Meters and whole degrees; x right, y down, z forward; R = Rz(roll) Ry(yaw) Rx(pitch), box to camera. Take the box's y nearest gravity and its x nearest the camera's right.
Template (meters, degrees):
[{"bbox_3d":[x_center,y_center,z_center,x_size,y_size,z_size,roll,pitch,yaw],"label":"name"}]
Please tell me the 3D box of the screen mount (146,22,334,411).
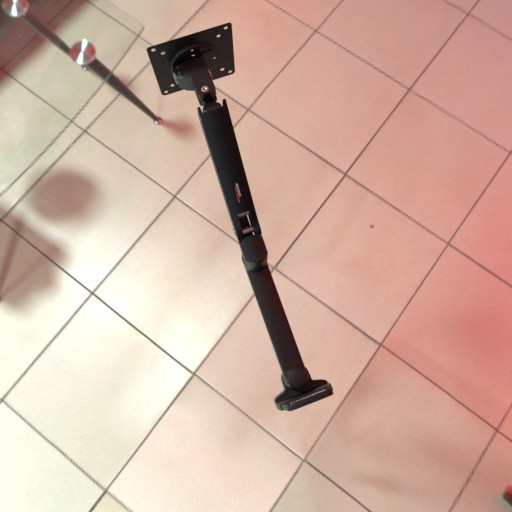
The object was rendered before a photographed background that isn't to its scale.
[{"bbox_3d":[0.000,0.000,0.734,0.115,0.466,0.495,-20,77,-5],"label":"screen mount"}]
